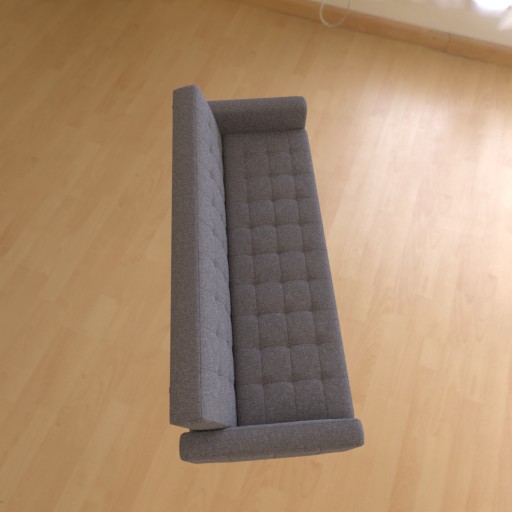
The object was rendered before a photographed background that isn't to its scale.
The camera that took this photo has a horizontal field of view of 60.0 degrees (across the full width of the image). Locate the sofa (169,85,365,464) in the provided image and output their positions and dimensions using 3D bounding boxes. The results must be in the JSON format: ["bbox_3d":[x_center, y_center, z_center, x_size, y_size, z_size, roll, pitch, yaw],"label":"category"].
[{"bbox_3d":[0.000,0.000,2.454,0.810,0.850,2.040,-4,63,-2],"label":"sofa"}]
